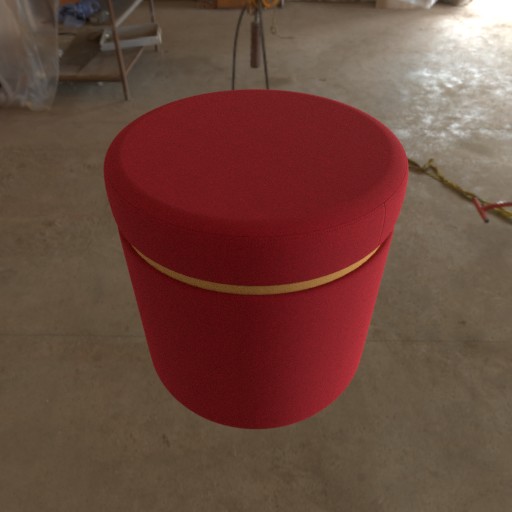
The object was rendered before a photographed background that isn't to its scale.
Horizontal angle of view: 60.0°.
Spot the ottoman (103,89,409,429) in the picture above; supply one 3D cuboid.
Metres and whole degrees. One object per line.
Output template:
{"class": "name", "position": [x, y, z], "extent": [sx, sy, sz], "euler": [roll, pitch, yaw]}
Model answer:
{"class": "ottoman", "position": [0.000, 0.000, 0.718], "extent": [0.400, 0.406, 0.400], "euler": [0, 41, 0]}
